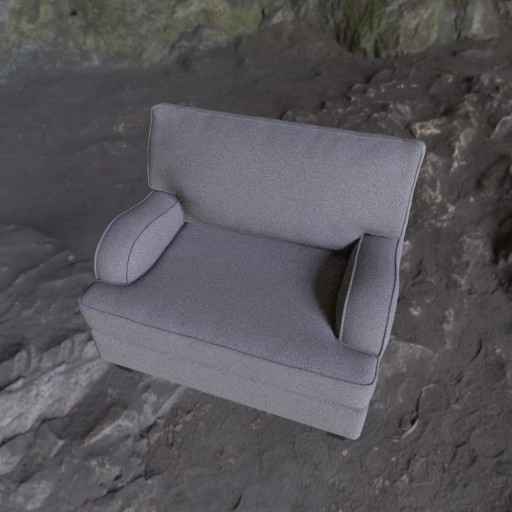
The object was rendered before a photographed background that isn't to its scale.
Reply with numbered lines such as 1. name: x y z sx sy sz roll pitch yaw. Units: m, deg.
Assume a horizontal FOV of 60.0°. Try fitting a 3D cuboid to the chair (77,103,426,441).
1. chair: 0.000 0.000 1.968 1.220 1.016 1.040 13 42 14
